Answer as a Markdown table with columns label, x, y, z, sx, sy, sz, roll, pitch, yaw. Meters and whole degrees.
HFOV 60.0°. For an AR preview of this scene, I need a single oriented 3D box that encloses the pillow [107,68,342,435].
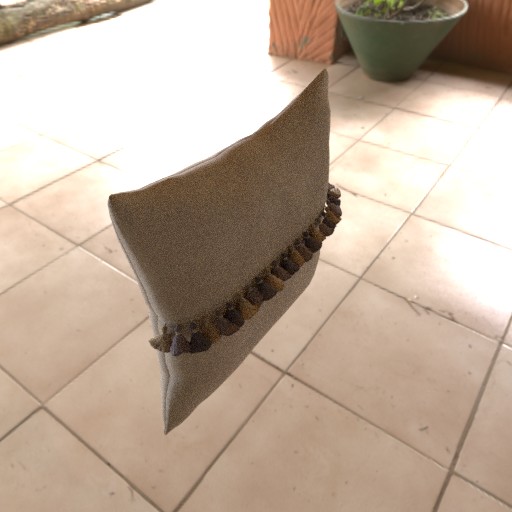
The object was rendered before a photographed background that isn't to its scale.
| label | x | y | z | sx | sy | sz | roll | pitch | yaw |
| --- | --- | --- | --- | --- | --- | --- | --- | --- | --- |
| pillow | 0.000 | 0.000 | 0.737 | 0.165 | 0.481 | 0.489 | 25 | 47 | 26 |
